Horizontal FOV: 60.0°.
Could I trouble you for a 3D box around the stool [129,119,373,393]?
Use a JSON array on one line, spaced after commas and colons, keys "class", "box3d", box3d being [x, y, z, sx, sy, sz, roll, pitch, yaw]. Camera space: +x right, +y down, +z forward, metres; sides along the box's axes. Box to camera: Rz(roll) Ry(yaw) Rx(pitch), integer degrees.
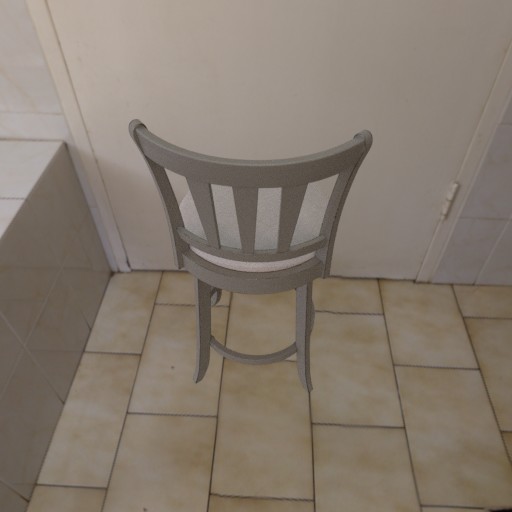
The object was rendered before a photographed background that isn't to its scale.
[{"class": "stool", "box3d": [0.000, 0.000, 1.268, 0.450, 0.994, 0.486, 4, 46, 4]}]
